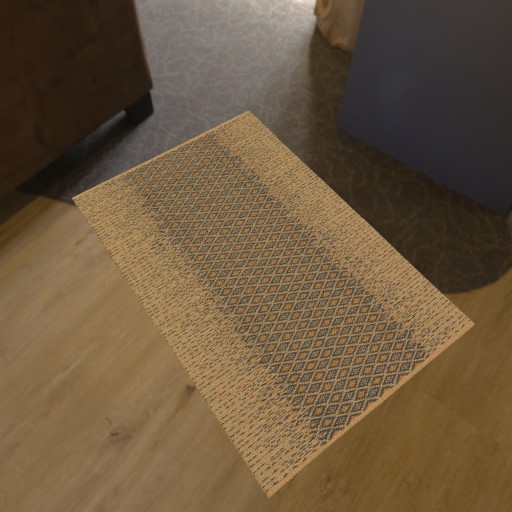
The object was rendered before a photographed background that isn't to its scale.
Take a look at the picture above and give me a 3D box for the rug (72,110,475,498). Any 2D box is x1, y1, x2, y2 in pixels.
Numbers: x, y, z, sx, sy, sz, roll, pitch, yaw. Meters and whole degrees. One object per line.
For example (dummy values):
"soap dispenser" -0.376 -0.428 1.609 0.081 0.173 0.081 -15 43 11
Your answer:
"rug" 0.000 0.000 2.283 1.219 0.005 1.828 -32 64 -18
